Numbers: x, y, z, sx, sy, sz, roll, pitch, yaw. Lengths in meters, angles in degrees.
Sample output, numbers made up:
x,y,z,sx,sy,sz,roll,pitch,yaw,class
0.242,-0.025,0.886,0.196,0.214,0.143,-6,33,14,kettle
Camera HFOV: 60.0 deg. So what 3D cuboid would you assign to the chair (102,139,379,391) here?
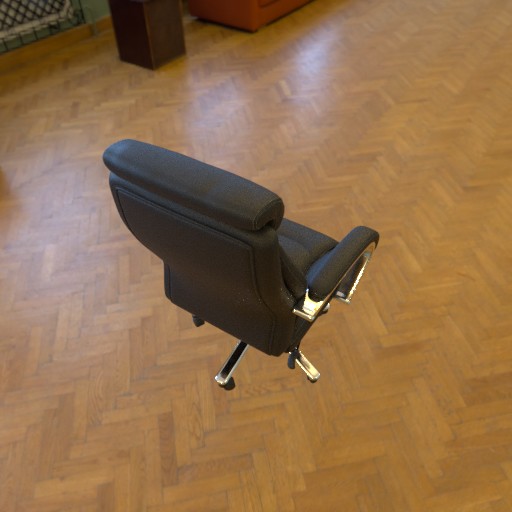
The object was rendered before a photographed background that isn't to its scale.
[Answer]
x,y,z,sx,sy,sz,roll,pitch,yaw,class
0.000,0.000,1.683,0.755,1.183,0.790,24,50,22,chair
